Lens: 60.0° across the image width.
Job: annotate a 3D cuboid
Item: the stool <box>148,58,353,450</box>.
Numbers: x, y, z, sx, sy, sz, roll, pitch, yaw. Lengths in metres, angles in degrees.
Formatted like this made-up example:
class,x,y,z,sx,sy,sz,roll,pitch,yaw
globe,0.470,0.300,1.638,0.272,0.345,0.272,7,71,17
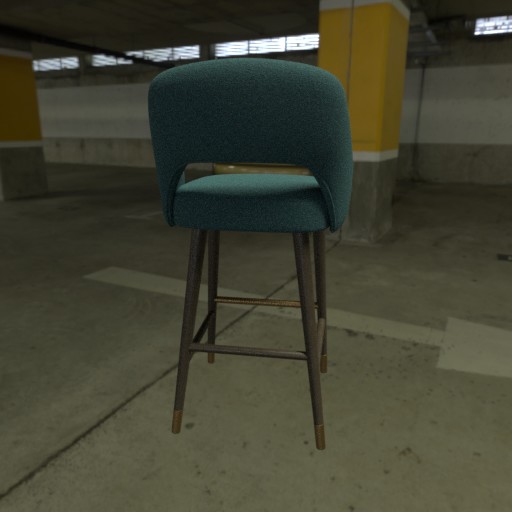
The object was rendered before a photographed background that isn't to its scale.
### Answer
class,x,y,z,sx,sy,sz,roll,pitch,yaw
stool,0.000,0.000,1.332,0.536,1.032,0.522,3,16,9
